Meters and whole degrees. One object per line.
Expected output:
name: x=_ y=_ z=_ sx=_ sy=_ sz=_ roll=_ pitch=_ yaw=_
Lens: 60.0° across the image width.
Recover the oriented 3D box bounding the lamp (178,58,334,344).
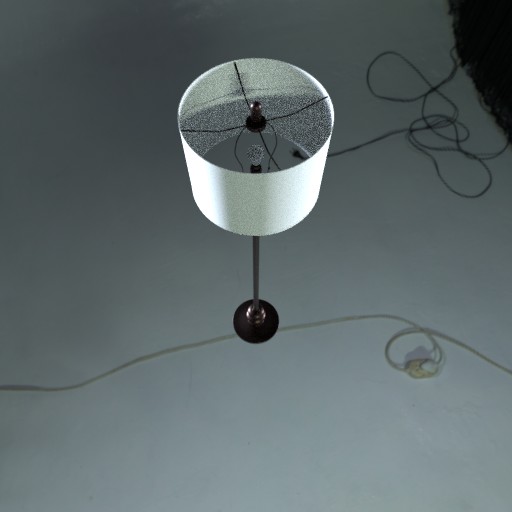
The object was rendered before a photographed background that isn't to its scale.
lamp: x=0.000 y=0.000 z=1.647 sx=0.356 sy=1.487 sz=0.356 roll=-16 pitch=64 yaw=-8
